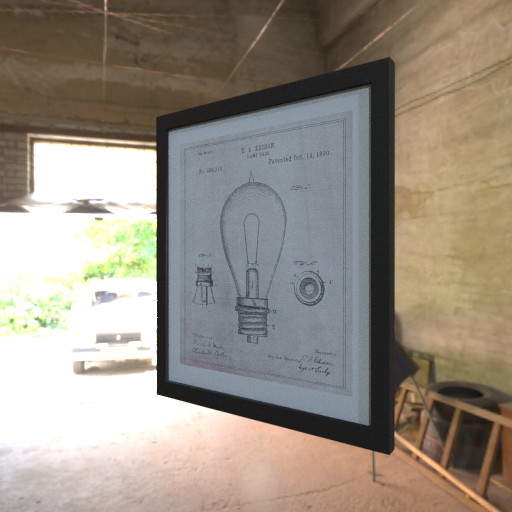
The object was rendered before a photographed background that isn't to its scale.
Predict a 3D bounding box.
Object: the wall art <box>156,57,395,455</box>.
[{"bbox_3d":[0.000,0.000,0.697,0.430,0.509,0.021,0,0,35],"label":"wall art"}]
